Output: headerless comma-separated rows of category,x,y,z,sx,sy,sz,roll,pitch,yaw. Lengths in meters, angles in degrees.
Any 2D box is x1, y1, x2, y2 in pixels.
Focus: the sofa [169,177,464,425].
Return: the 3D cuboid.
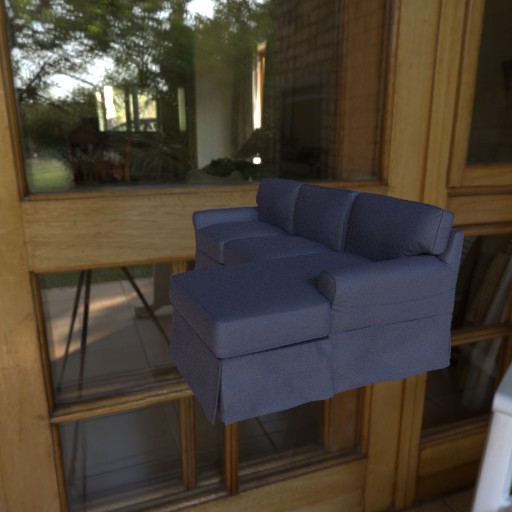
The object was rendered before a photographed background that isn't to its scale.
sofa,0.000,0.000,3.473,1.637,1.039,2.518,-7,16,-25
